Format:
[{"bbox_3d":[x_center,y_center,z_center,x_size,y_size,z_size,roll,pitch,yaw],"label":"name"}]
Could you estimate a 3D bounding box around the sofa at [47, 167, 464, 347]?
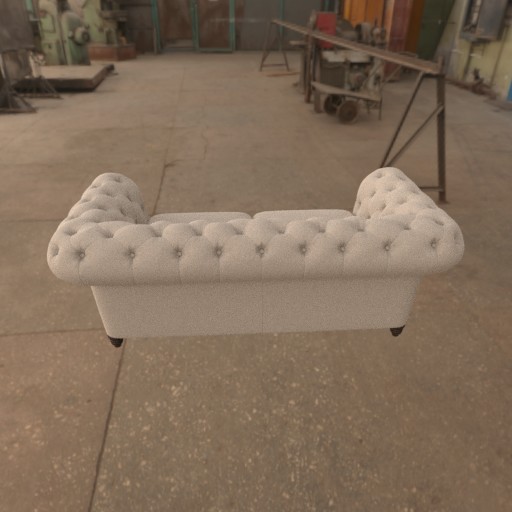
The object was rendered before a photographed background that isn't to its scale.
[{"bbox_3d":[0.000,0.000,2.514,1.998,0.764,0.986,-2,30,-3],"label":"sofa"}]
